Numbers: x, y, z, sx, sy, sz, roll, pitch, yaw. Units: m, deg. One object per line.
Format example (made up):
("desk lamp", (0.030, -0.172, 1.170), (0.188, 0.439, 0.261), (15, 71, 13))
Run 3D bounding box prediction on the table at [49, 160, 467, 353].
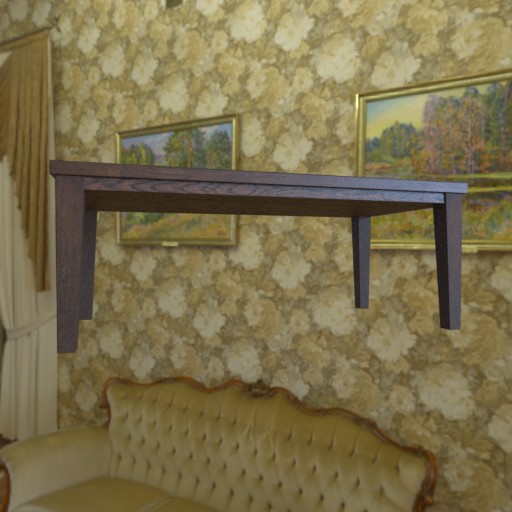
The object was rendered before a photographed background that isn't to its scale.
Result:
("table", (0.000, 0.000, 2.496), (1.981, 0.762, 1.016), (0, 0, -17))
